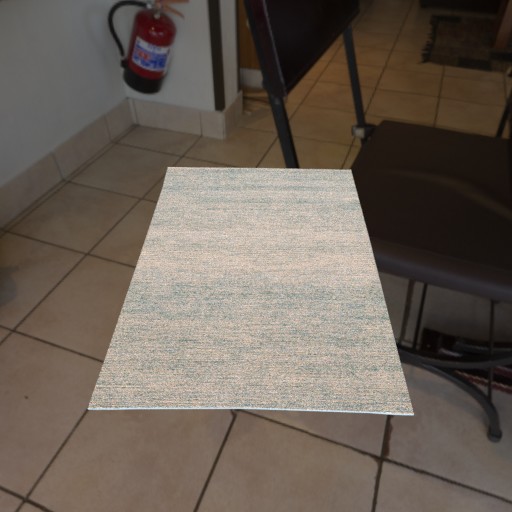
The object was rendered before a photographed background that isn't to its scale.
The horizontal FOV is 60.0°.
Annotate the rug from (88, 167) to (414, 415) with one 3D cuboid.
[{"bbox_3d":[0.000,0.000,3.033,1.613,0.030,2.306,1,42,1],"label":"rug"}]
